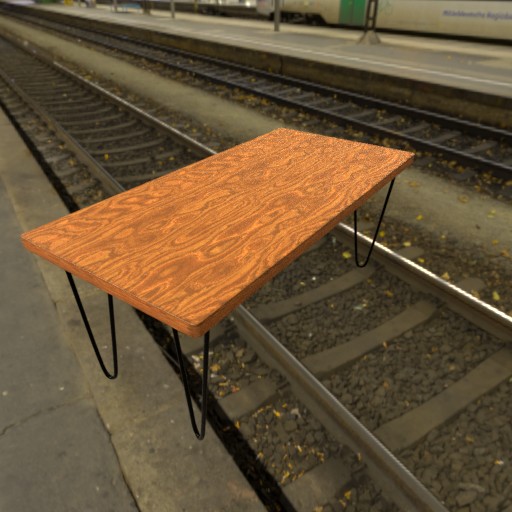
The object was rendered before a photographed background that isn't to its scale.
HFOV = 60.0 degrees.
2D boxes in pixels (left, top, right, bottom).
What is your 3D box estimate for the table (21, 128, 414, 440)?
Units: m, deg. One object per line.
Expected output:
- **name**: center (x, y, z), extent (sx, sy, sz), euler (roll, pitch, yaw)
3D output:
- **table**: center (0.000, 0.000, 2.236), extent (0.883, 0.753, 1.791), euler (21, 37, 30)
